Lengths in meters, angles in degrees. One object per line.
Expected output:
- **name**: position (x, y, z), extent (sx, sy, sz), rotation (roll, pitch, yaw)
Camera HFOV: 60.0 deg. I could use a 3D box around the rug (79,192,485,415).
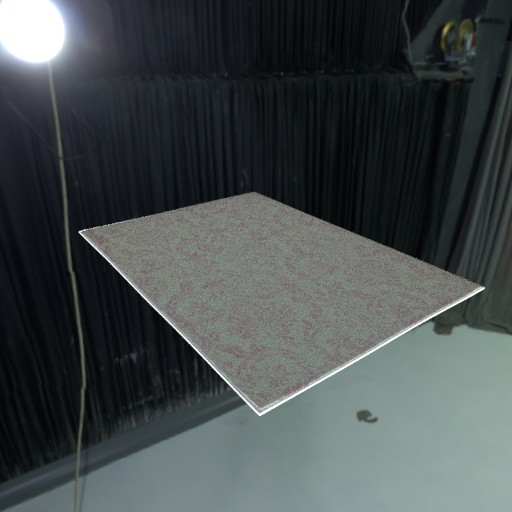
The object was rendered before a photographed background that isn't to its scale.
- **rug**: position (0.000, 0.000, 2.875), extent (1.598, 0.014, 2.202), rotation (-18, 31, -32)
